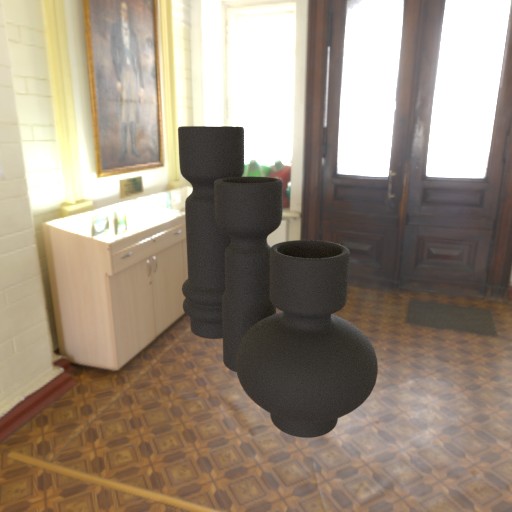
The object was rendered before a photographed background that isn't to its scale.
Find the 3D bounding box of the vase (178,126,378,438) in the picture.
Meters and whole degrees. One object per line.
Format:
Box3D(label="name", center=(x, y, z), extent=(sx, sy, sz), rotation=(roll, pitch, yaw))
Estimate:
Box3D(label="vase", center=(0.000, 0.000, 0.441), extent=(0.120, 0.249, 0.307), rotation=(-8, 18, -26))
